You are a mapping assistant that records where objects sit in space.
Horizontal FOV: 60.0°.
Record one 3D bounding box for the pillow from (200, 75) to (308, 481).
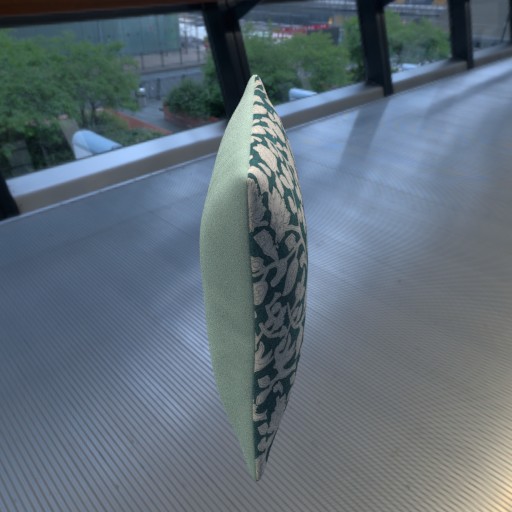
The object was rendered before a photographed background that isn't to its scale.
[{"bbox_3d":[0.000,0.000,0.778,0.166,0.508,0.525,0,32,1],"label":"pillow"}]
